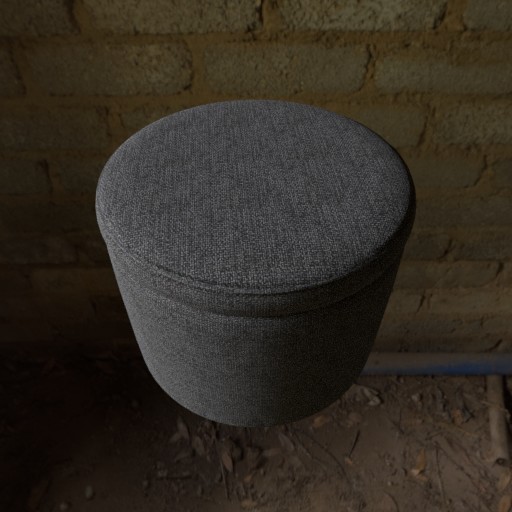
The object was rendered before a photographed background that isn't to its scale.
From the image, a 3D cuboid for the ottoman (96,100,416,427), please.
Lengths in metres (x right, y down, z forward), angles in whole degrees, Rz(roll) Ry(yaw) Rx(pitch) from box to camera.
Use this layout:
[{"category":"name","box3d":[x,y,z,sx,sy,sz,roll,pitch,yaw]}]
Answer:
[{"category":"ottoman","box3d":[0.000,0.000,0.863,0.520,0.430,0.520,0,46,0]}]
